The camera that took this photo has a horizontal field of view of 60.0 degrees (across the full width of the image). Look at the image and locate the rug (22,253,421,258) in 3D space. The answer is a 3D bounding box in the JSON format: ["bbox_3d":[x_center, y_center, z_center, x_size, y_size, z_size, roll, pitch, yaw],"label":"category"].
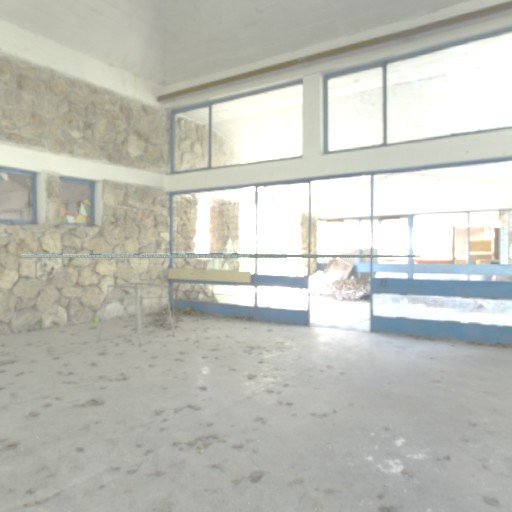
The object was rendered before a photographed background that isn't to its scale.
[{"bbox_3d":[0.000,0.000,2.330,1.235,0.014,1.829,0,0,35],"label":"rug"}]
